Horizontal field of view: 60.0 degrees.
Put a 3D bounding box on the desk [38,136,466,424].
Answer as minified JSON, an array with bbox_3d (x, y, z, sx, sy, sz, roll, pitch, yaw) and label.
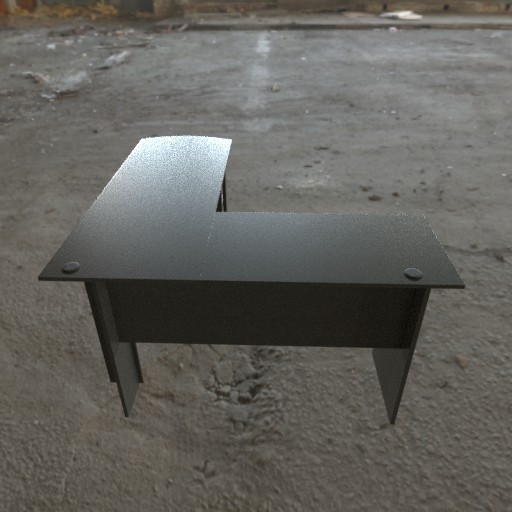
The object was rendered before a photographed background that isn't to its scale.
[{"bbox_3d":[0.000,0.000,2.111,1.303,0.716,1.361,1,33,2],"label":"desk"}]
